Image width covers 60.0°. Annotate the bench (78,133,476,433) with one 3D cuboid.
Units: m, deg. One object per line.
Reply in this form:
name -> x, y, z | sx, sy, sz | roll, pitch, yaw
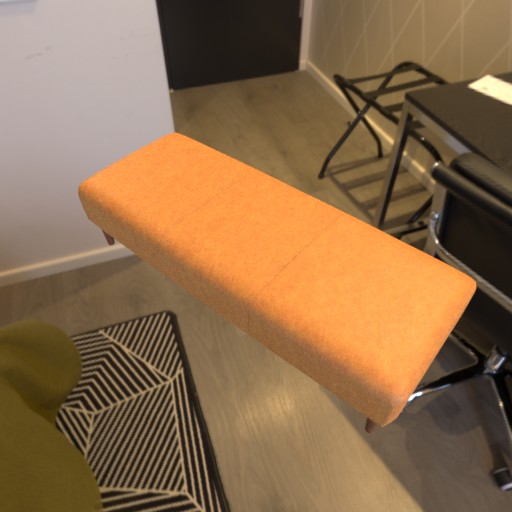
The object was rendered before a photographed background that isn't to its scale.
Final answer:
bench -> 0.000, 0.000, 1.911 | 1.610, 0.399, 0.653 | 31, 54, 26
